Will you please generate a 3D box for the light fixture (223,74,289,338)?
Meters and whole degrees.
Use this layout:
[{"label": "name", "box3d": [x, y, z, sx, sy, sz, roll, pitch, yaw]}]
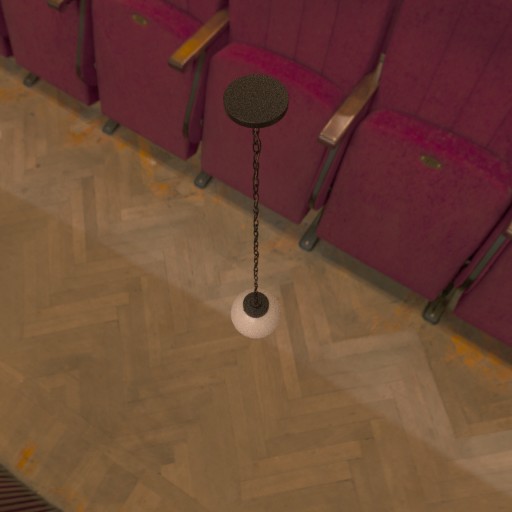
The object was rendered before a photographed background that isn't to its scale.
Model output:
[{"label": "light fixture", "box3d": [0.000, 0.000, 1.992, 0.304, 1.867, 0.305, 32, 68, 14]}]
